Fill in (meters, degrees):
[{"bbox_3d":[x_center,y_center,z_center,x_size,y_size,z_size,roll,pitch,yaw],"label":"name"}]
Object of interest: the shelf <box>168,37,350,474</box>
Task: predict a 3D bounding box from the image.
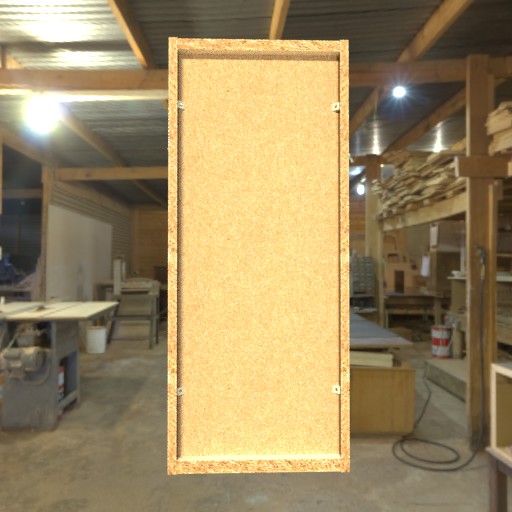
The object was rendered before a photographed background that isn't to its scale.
[{"bbox_3d":[0.000,0.000,0.756,0.253,0.600,0.290,0,-1,-2],"label":"shelf"}]
